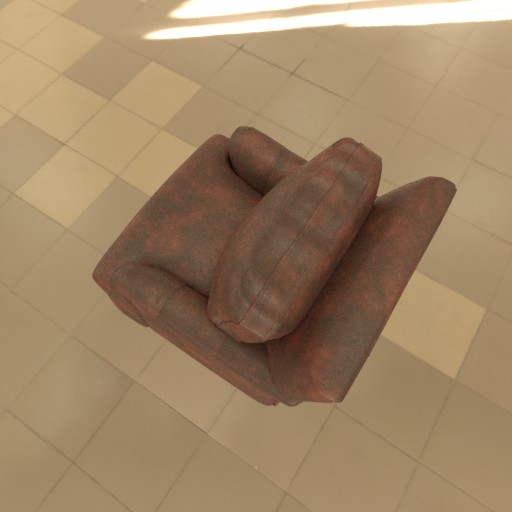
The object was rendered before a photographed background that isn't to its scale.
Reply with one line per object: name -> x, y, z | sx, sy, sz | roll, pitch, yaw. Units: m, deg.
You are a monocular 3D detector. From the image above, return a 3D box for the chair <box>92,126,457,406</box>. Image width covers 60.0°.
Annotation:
chair -> 0.000, 0.000, 1.954 | 1.156, 1.051, 0.987 | 30, 68, 14
